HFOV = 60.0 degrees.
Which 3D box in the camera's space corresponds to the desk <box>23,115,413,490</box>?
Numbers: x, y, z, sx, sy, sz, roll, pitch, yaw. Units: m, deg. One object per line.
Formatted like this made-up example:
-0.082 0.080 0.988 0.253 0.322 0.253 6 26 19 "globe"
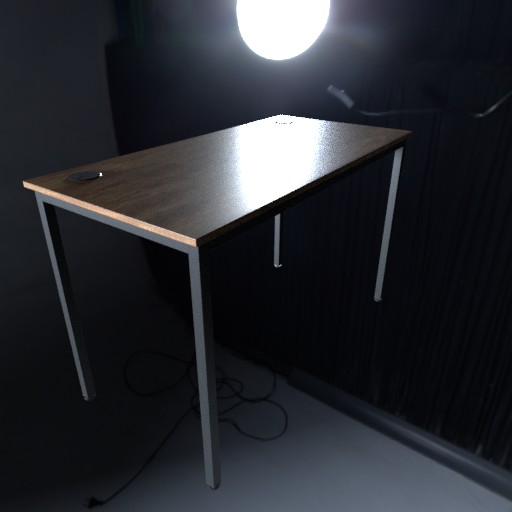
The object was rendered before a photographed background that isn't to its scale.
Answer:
0.000 0.000 1.574 0.600 0.749 1.200 18 32 32 "desk"
